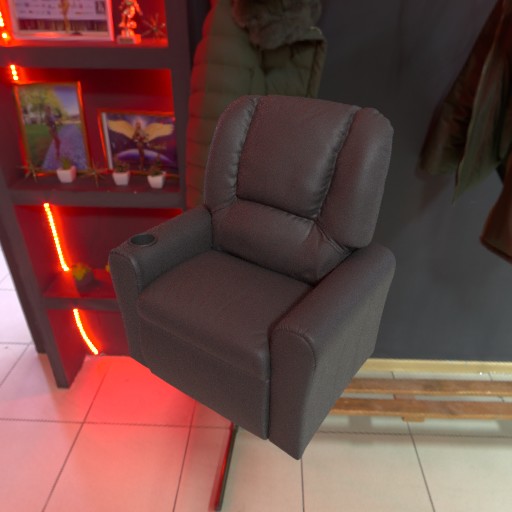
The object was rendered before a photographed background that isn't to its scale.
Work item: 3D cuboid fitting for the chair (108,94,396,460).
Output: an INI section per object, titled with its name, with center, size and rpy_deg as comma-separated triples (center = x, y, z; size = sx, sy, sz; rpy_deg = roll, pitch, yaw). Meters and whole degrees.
[chair]
center = 0.000, 0.000, 1.132
size = 0.610, 0.709, 0.521
rpy_deg = 20, 36, 29
